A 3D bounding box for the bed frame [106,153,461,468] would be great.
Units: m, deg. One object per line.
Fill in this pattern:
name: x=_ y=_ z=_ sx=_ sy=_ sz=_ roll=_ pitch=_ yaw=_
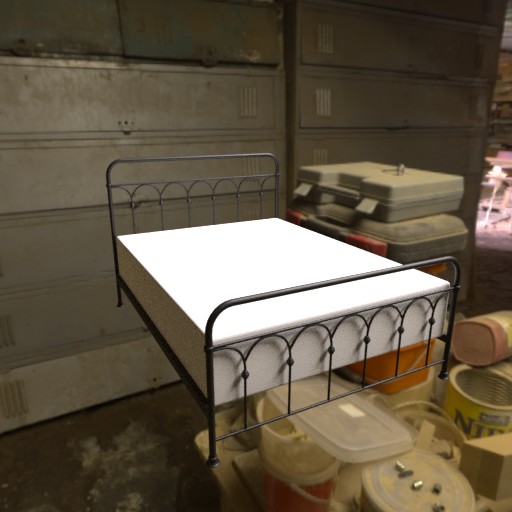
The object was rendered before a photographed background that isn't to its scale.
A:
bed frame: x=0.000 y=0.000 z=3.205 sx=1.664 sy=1.276 sz=2.203 roll=-9 pitch=19 yaw=-27
